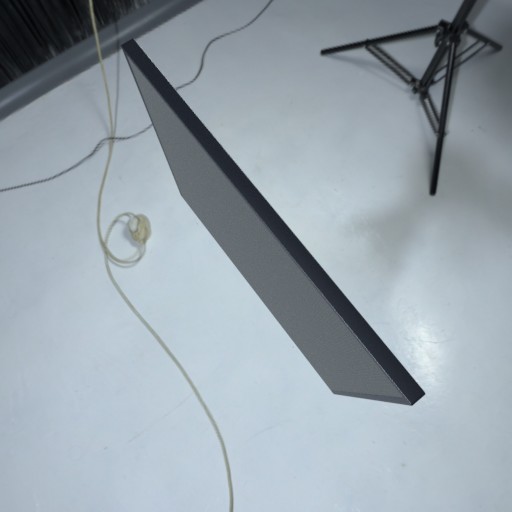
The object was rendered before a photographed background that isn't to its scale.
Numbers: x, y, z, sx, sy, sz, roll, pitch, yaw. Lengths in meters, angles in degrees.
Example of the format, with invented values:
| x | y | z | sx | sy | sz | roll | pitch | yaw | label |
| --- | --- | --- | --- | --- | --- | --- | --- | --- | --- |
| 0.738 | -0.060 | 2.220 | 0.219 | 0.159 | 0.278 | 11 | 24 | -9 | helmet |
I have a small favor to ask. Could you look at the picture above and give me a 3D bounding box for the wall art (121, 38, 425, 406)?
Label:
| x | y | z | sx | sy | sz | roll | pitch | yaw | label |
| --- | --- | --- | --- | --- | --- | --- | --- | --- | --- |
| 0.000 | 0.000 | 0.699 | 0.018 | 0.450 | 0.521 | -36 | 77 | -10 | wall art |
